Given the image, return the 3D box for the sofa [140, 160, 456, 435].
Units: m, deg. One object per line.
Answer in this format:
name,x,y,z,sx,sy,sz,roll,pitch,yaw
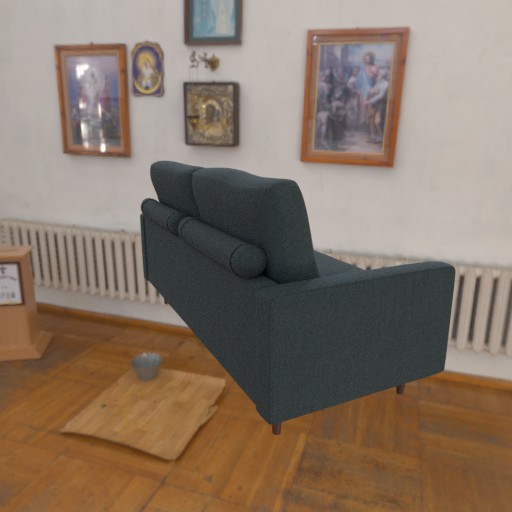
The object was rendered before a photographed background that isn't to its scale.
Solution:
sofa,0.000,0.000,2.564,0.966,1.050,2.010,-7,16,-25
